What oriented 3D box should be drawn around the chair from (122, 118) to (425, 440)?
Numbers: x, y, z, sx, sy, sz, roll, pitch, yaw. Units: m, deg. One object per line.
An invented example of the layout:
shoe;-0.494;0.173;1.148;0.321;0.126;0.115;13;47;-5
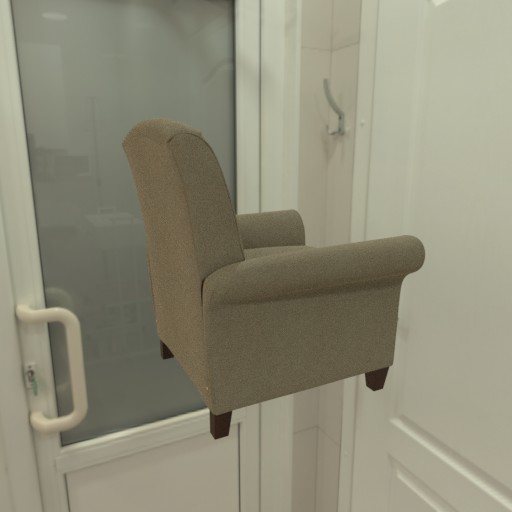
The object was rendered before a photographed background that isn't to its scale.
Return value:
chair;0.000;0.000;1.832;0.905;1.061;0.978;-7;15;-26
